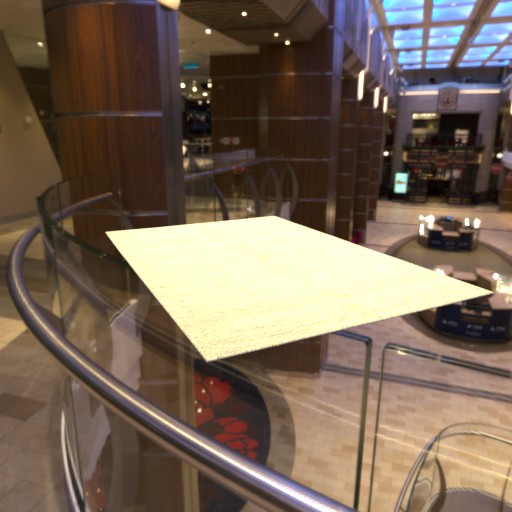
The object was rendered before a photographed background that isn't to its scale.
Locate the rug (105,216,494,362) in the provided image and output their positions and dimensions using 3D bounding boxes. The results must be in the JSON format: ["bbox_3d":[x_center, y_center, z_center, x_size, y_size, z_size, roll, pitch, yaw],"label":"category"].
[{"bbox_3d":[0.000,0.000,2.334,1.250,0.015,1.850,-8,18,-26],"label":"rug"}]
